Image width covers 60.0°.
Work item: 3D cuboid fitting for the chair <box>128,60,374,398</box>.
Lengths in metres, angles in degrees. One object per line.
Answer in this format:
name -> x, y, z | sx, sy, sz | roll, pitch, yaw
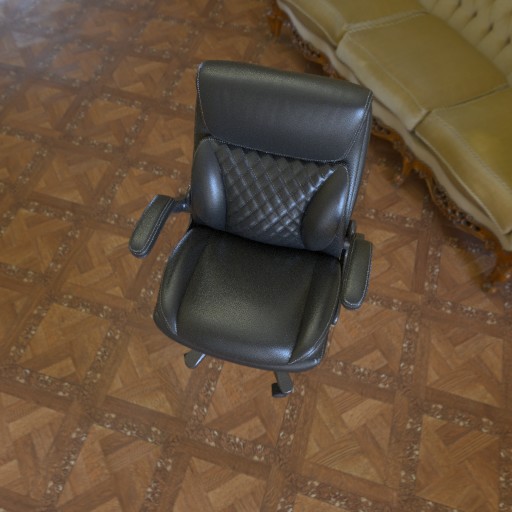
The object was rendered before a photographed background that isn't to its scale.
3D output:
chair -> 0.000, 0.000, 1.623 | 0.782, 1.110, 0.724 | 13, 60, 8
